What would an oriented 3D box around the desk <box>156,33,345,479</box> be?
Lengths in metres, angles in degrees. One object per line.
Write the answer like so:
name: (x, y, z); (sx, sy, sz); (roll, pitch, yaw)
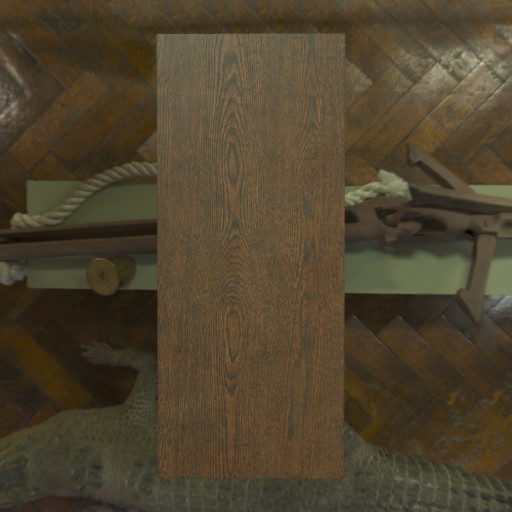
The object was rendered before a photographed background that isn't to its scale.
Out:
desk: (0.000, 0.000, 1.774); (0.610, 0.792, 1.384); (0, 91, 0)
